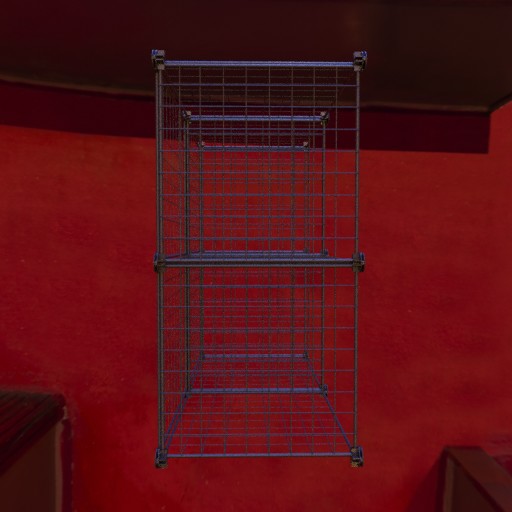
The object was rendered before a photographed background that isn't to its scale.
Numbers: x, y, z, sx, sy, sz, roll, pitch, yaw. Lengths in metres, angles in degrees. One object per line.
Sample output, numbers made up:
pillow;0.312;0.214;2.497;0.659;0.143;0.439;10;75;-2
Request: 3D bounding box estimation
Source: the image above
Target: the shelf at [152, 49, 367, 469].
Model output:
shelf;0.000;0.000;1.097;0.356;0.711;0.711;0;92;-1
